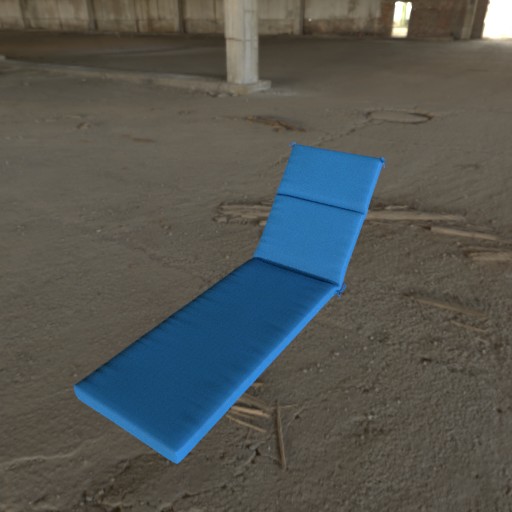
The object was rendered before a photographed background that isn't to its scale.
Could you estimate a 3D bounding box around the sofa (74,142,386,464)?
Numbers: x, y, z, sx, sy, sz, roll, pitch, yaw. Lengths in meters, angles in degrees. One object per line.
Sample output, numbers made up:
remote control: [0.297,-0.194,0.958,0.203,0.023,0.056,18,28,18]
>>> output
sofa: [0.000,0.000,1.980,0.582,0.622,1.663,18,34,29]
